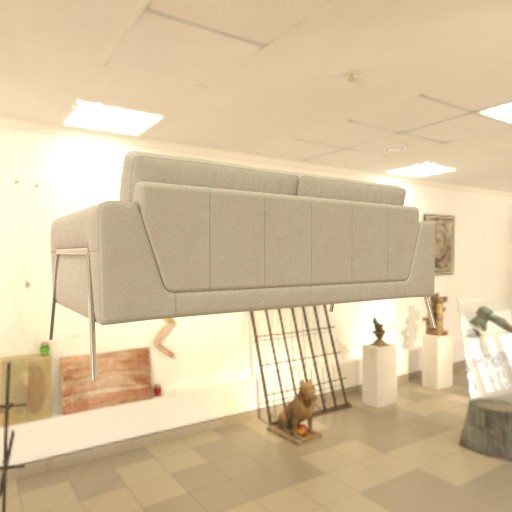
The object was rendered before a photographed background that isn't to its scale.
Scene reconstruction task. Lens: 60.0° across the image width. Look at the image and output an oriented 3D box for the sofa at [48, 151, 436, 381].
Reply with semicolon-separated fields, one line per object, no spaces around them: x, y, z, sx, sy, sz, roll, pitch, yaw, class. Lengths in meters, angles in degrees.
0.000;0.000;2.512;2.017;0.875;0.953;0;0;-34;sofa
